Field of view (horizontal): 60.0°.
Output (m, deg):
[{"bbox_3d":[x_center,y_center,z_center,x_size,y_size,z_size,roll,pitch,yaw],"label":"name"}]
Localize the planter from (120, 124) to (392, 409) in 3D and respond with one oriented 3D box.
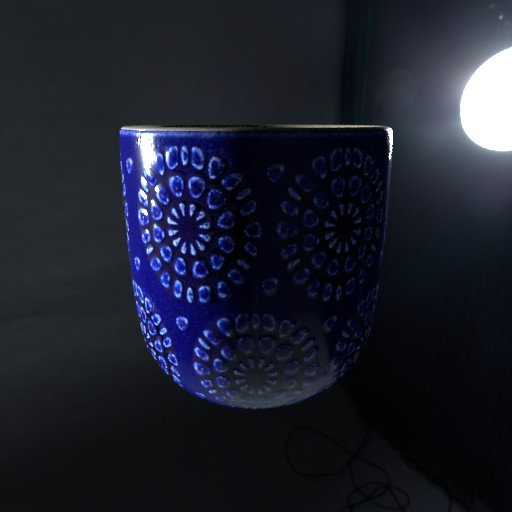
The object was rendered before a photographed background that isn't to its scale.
[{"bbox_3d":[0.000,0.000,0.198,0.109,0.112,0.109,0,17,0],"label":"planter"}]
